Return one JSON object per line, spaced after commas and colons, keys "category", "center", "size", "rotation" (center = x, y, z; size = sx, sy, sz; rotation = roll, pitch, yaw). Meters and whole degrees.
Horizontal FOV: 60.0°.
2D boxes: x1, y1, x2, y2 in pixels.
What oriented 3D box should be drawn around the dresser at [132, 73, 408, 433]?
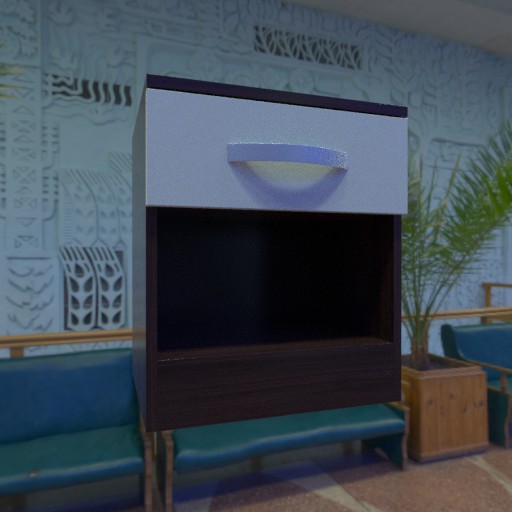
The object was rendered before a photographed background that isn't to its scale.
{"category": "dresser", "center": [0.000, 0.000, 0.779], "size": [0.400, 0.470, 0.360], "rotation": [0, 0, -19]}
